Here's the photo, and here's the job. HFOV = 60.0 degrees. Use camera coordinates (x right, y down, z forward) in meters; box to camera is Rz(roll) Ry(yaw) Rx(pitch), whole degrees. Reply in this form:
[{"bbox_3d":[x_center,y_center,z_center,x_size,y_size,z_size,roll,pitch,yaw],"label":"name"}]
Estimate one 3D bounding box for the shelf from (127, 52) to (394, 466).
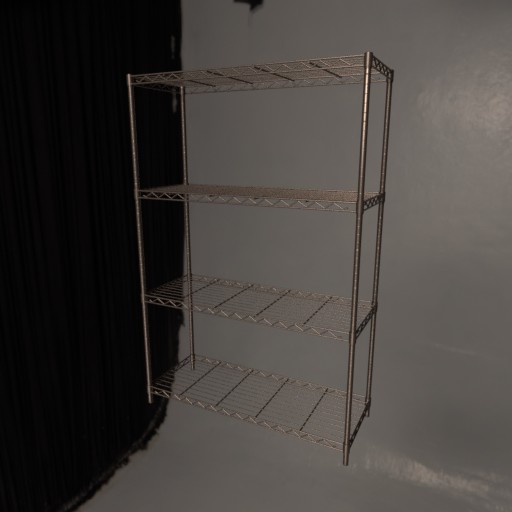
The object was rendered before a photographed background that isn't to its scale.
[{"bbox_3d":[0.000,0.000,1.755,0.907,1.361,0.352,7,15,26],"label":"shelf"}]
